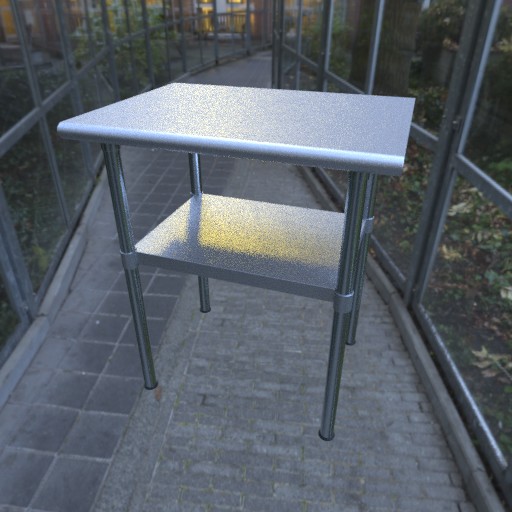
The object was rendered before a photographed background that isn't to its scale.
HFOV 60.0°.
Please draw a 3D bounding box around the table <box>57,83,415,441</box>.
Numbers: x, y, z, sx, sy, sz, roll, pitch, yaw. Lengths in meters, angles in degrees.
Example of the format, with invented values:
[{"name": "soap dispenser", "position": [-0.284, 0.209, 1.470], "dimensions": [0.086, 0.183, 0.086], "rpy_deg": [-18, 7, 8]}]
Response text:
[{"name": "table", "position": [0.000, 0.000, 1.358], "dimensions": [0.762, 0.876, 0.584], "rpy_deg": [10, 32, 16]}]
